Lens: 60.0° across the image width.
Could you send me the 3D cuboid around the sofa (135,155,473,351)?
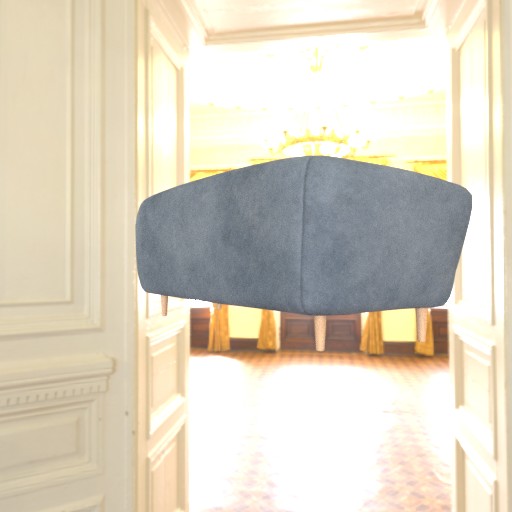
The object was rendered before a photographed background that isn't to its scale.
[{"bbox_3d":[0.000,0.000,2.531,0.849,0.795,2.095,1,-1,-37],"label":"sofa"}]
